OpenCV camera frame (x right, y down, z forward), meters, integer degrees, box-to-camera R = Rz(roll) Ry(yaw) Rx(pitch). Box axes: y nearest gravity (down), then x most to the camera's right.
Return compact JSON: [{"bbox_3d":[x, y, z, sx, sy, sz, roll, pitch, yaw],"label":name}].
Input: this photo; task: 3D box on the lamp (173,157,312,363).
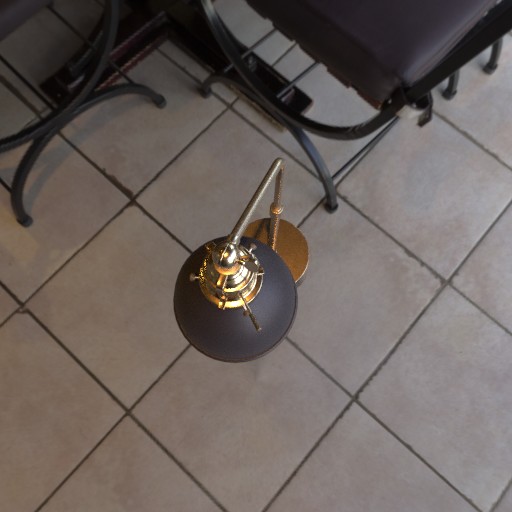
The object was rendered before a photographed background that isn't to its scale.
[{"bbox_3d":[0.000,0.000,0.596,0.160,0.456,0.291,23,76,6],"label":"lamp"}]
